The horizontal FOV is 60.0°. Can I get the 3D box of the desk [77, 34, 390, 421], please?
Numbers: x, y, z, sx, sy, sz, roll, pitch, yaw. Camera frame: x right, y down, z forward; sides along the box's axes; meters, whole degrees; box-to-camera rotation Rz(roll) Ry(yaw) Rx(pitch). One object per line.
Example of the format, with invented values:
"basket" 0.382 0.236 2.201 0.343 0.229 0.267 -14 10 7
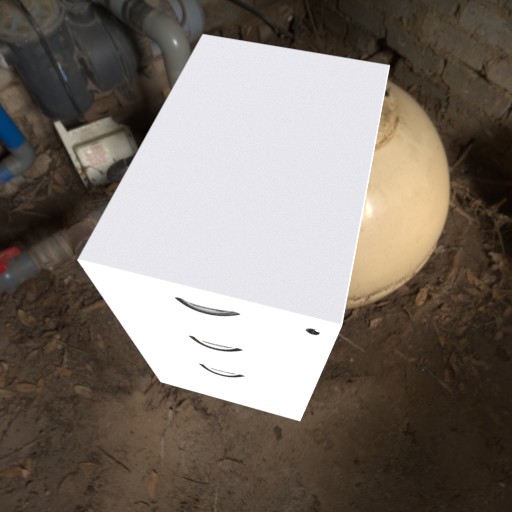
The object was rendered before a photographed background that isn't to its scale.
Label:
"desk" 0.000 0.000 1.098 0.404 0.730 0.600 13 60 8
